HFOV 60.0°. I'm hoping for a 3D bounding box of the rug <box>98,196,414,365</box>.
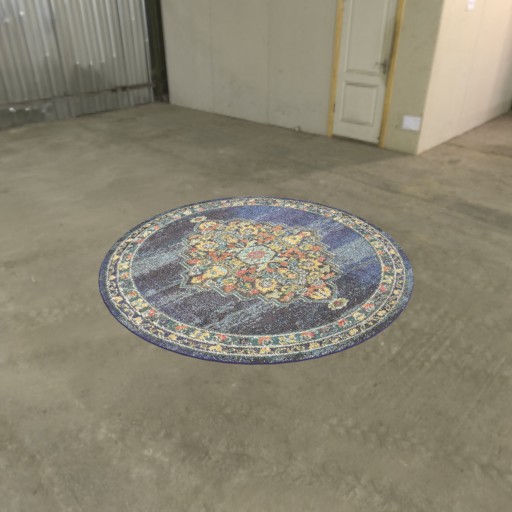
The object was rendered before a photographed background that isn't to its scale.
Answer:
[{"bbox_3d":[0.000,0.000,3.508,2.386,0.014,2.386,0,31,0],"label":"rug"}]
